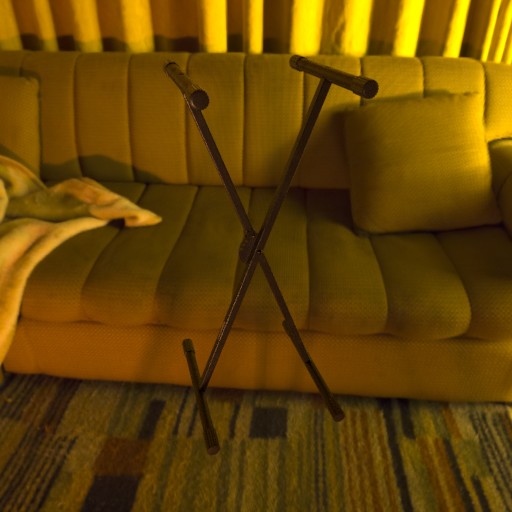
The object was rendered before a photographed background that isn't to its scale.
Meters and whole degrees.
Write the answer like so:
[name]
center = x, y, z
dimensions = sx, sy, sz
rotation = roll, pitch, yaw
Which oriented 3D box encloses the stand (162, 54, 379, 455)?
[stand]
center = 0.000, 0.000, 1.193
dimensions = 0.409, 0.940, 0.449
rotation = -9, 32, -14
